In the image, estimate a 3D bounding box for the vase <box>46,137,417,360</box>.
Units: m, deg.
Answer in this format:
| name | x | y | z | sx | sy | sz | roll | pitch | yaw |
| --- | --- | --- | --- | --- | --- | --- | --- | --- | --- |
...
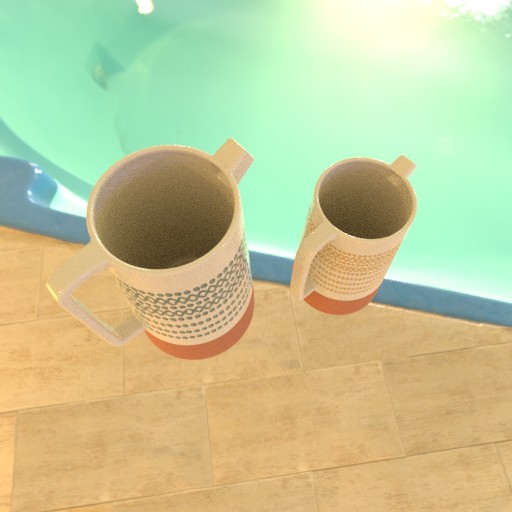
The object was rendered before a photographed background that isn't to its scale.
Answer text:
| name | x | y | z | sx | sy | sz | roll | pitch | yaw |
| --- | --- | --- | --- | --- | --- | --- | --- | --- | --- |
| vase | 0.000 | 0.000 | 0.461 | 0.326 | 0.247 | 0.168 | -2 | 64 | -1 |
